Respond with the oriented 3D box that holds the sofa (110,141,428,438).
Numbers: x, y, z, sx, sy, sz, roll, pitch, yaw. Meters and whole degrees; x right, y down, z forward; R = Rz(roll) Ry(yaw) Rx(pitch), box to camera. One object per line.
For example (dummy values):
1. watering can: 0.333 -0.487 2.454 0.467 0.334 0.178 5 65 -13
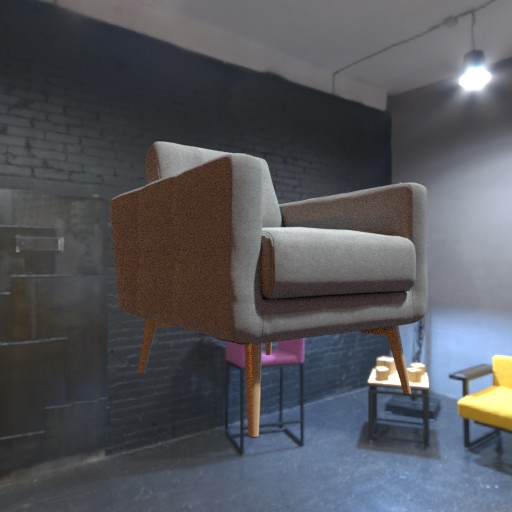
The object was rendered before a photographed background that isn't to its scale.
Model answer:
1. sofa: 0.000 0.000 1.547 0.770 0.860 0.920 1 -1 -35
